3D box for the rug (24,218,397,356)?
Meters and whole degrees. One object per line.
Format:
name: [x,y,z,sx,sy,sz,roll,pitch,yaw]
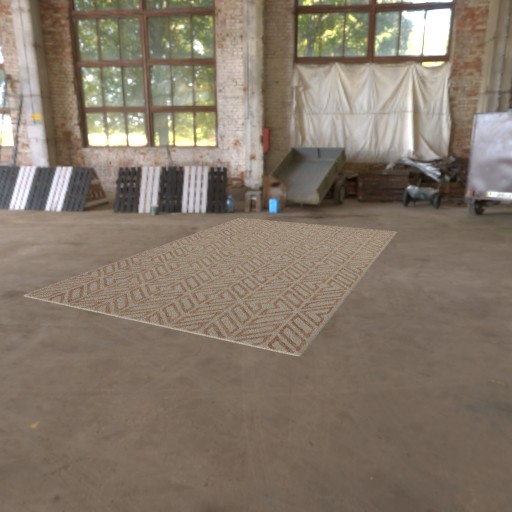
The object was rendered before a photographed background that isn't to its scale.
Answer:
rug: [0.000,0.000,3.039,1.523,0.008,2.438,7,17,24]
